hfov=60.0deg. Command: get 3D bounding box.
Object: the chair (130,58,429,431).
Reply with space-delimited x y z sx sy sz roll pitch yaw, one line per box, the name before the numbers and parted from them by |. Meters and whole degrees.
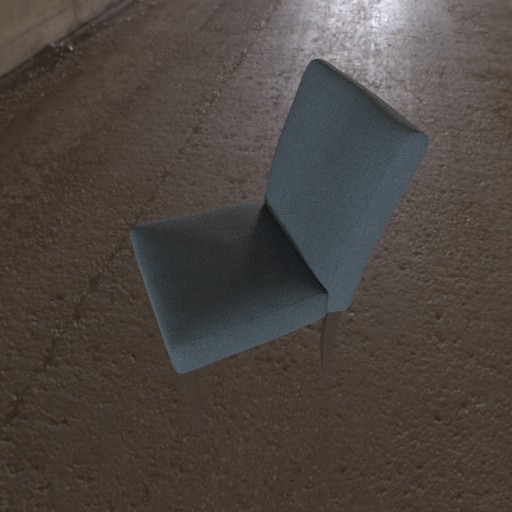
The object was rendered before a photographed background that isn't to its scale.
chair | 0.000 0.000 1.266 0.629 0.882 0.487 -17 48 -16
